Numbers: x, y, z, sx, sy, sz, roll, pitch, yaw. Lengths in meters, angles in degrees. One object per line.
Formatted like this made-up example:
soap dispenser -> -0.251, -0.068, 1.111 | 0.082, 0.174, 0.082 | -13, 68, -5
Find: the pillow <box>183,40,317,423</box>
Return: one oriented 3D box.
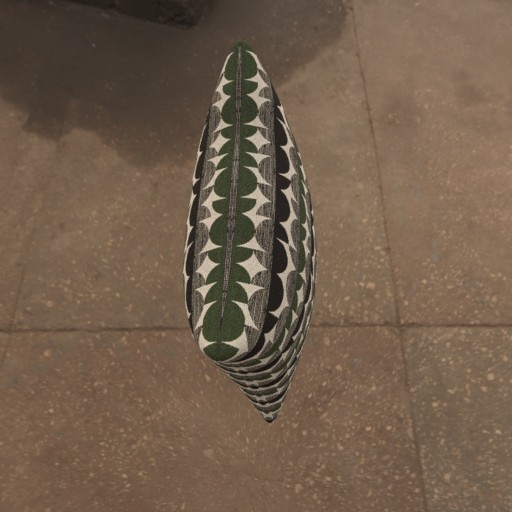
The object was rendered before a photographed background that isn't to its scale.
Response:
pillow -> 0.000, 0.000, 0.650 | 0.180, 0.404, 0.419 | 2, 63, 1
